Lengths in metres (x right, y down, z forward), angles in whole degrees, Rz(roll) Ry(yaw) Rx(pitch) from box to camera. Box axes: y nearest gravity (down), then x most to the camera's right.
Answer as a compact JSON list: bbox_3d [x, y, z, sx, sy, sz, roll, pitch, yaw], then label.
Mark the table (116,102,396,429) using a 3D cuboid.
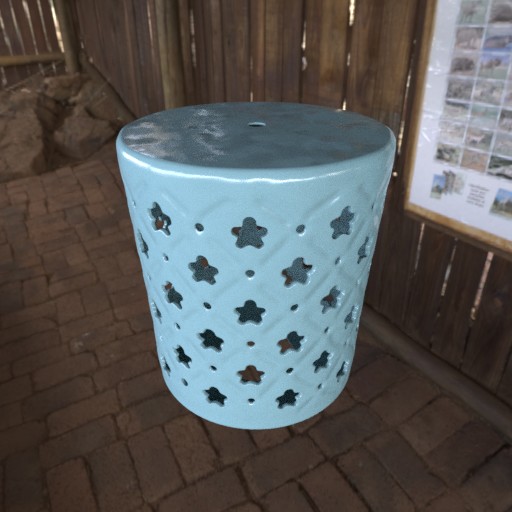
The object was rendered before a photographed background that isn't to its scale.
[{"bbox_3d":[0.000,0.000,0.662,0.352,0.387,0.352,0,30,0],"label":"table"}]
